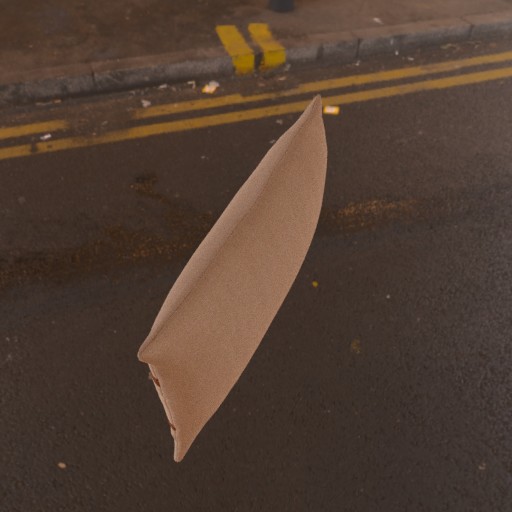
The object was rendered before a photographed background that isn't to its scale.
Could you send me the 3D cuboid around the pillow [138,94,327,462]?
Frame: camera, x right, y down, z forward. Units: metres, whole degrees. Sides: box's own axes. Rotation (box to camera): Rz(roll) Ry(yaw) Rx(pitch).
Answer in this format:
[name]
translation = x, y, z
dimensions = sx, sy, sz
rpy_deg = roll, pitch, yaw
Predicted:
[pillow]
translation = 0.000, 0.000, 0.745
dimensions = 0.148, 0.308, 0.612
rpy_deg = 17, 50, 15
